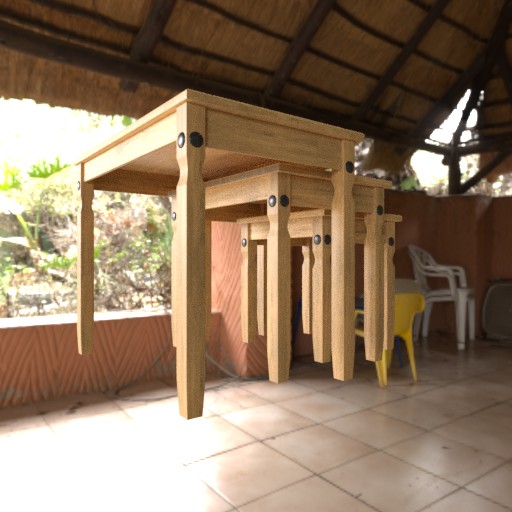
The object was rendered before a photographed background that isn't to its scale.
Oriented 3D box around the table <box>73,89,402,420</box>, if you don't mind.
[{"bbox_3d":[0.000,0.000,1.200,0.773,0.535,0.660,0,0,-37],"label":"table"}]
